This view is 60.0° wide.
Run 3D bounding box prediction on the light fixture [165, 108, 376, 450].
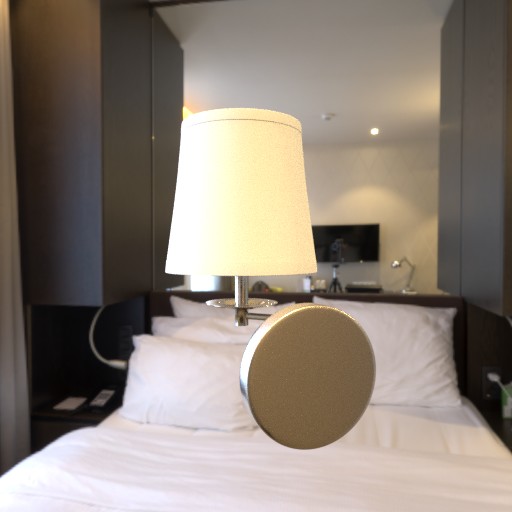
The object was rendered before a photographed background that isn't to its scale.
[{"bbox_3d":[0.000,0.000,0.602,0.223,0.381,0.348,0,1,-20],"label":"light fixture"}]
